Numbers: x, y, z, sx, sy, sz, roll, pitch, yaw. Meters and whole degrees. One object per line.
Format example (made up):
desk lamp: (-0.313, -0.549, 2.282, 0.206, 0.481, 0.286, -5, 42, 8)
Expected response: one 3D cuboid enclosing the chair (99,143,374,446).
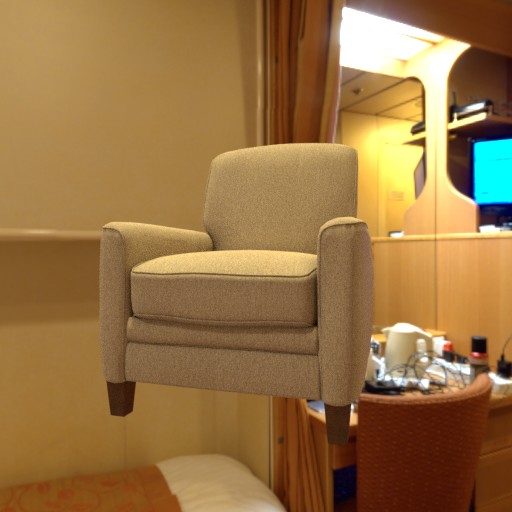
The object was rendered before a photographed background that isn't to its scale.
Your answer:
chair: (0.000, 0.000, 1.654, 0.848, 1.014, 0.864, 0, 1, 17)
